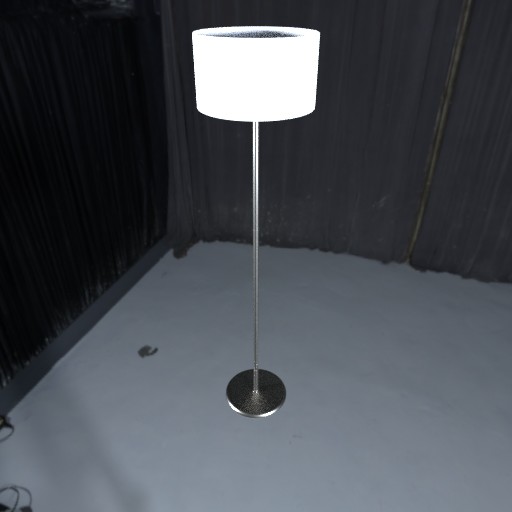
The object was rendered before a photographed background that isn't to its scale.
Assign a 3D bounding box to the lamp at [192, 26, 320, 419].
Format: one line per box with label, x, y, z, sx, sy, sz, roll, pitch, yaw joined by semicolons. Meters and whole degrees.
lamp;0.000;0.000;1.593;0.347;1.443;0.347;9;33;15
